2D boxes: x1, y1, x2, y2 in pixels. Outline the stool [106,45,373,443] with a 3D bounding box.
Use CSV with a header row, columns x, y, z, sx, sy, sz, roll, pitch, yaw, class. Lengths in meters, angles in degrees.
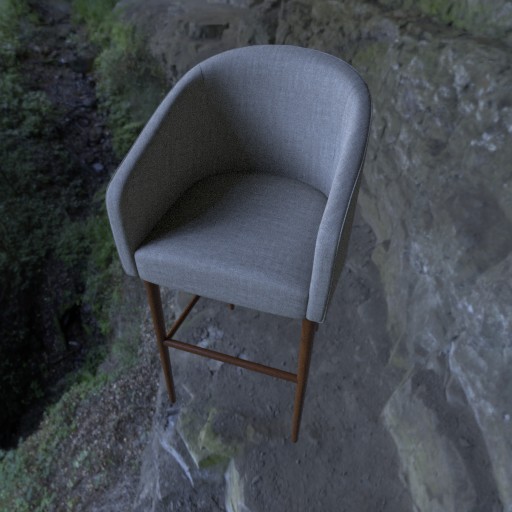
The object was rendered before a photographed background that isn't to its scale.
x,y,z,sx,sy,sz,roll,pitch,yaw,class
0.000,0.000,1.384,0.559,1.078,0.607,13,42,14,stool
